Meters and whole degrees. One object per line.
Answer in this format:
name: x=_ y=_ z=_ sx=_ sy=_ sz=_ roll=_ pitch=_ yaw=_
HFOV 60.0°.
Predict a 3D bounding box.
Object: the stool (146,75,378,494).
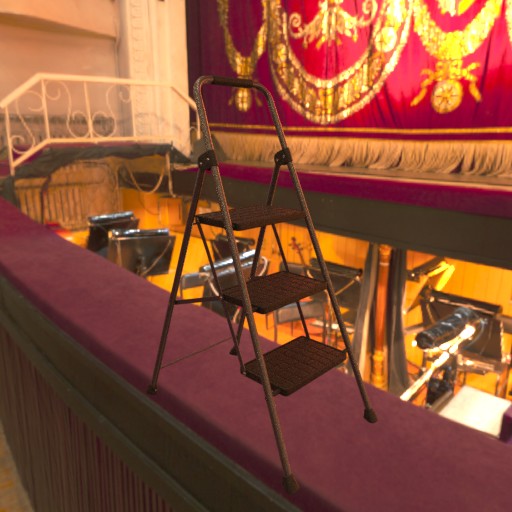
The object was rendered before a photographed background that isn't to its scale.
stool: x=0.000 y=0.000 z=1.465 sx=0.733 sy=1.121 sz=0.473 roll=14 pitch=21 yaw=42
